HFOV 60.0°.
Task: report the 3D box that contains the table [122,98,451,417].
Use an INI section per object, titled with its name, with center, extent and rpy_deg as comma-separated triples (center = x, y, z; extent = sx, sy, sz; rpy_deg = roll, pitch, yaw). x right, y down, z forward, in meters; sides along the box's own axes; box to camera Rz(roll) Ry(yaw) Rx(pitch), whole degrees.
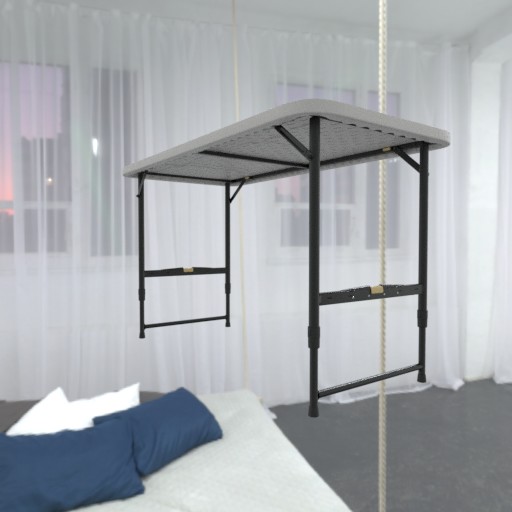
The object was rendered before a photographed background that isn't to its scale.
[table]
center = 0.000, 0.000, 1.625
extent = 0.610, 0.737, 1.219
rpy_deg = -1, 2, -36
